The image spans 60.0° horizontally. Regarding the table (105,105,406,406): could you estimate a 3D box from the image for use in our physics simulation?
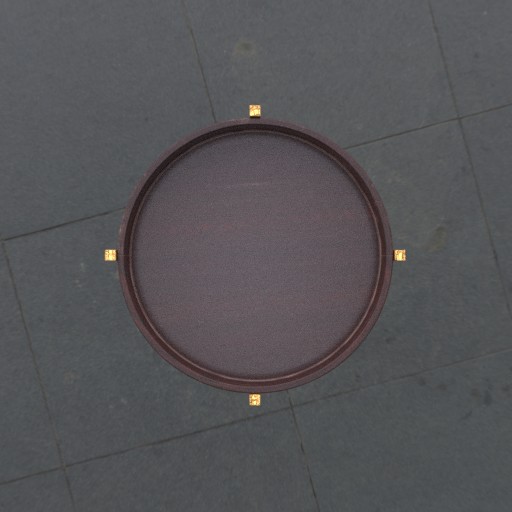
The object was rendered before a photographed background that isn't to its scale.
[{"bbox_3d":[0.000,0.000,0.894,0.400,0.610,0.400,0,90,0],"label":"table"}]
